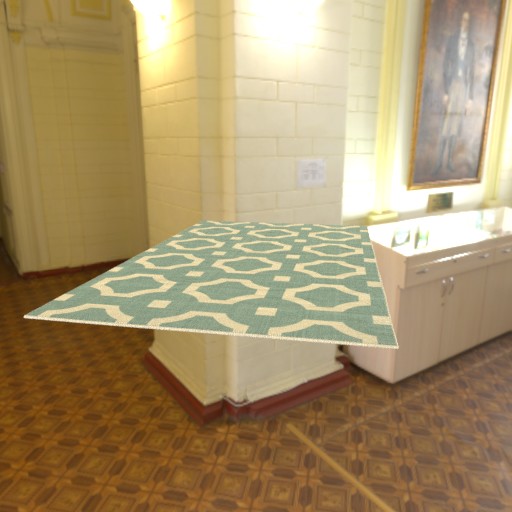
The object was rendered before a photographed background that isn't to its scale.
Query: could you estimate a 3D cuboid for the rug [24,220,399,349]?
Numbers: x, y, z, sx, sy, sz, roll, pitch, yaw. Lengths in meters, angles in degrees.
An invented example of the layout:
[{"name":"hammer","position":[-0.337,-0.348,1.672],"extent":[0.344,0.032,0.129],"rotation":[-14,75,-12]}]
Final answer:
[{"name":"rug","position":[0.000,0.000,2.890],"extent":[1.528,0.015,2.443],"rotation":[3,14,11]}]
